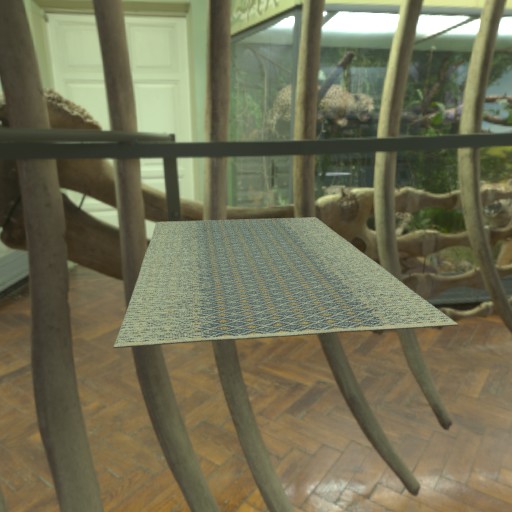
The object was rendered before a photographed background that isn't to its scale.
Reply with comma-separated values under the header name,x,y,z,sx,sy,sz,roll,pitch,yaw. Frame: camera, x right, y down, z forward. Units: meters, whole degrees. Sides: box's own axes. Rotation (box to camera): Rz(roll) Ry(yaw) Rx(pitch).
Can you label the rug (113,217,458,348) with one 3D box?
name,x,y,z,sx,sy,sz,roll,pitch,yaw
rug,0.000,0.000,3.098,1.541,0.008,2.448,-2,17,-8
